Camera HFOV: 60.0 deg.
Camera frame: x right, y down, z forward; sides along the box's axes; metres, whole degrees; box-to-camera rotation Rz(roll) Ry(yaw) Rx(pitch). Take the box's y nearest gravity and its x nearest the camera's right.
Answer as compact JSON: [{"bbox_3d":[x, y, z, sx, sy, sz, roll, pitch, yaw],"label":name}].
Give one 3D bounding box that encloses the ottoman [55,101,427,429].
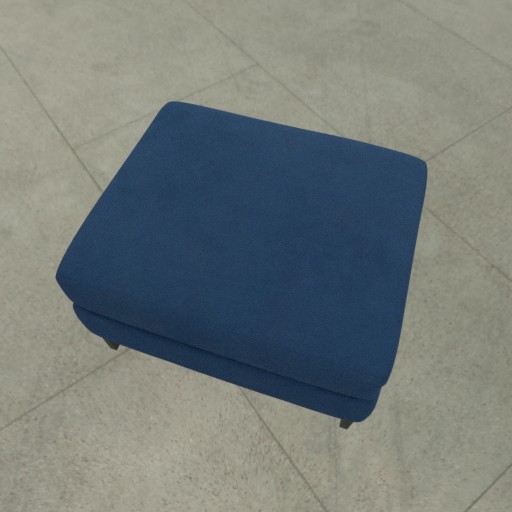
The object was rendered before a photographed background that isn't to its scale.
[{"bbox_3d":[0.000,0.000,1.225,0.794,0.485,0.655,16,60,10],"label":"ottoman"}]
